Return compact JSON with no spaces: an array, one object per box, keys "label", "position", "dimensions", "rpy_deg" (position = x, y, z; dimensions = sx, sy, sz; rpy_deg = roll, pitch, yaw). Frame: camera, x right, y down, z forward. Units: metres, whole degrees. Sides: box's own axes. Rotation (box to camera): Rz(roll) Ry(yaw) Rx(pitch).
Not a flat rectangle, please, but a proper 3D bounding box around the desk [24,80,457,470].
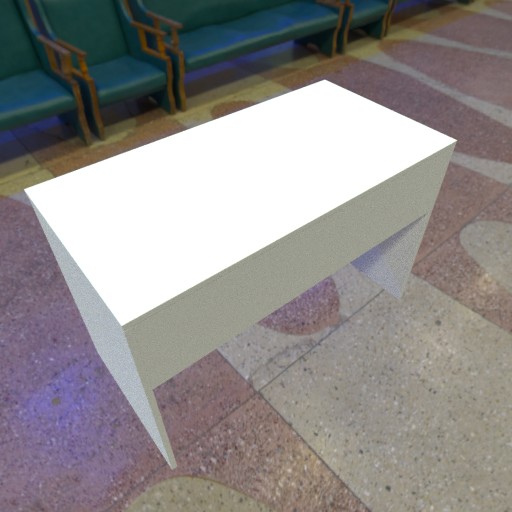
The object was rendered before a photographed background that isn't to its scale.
[{"label":"desk","position":[0.000,0.000,1.498],"dimensions":[1.100,0.730,0.560],"rpy_deg":[-29,51,-26]}]
